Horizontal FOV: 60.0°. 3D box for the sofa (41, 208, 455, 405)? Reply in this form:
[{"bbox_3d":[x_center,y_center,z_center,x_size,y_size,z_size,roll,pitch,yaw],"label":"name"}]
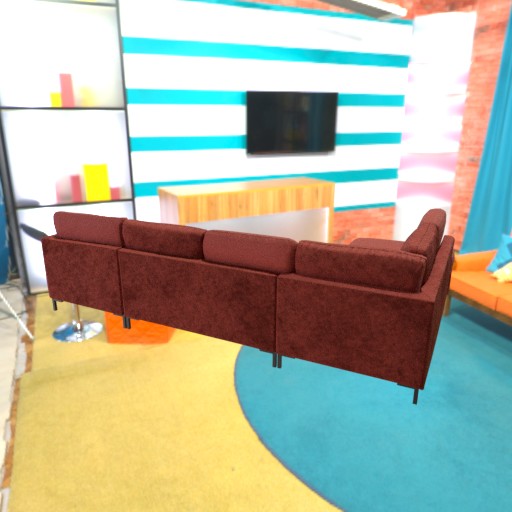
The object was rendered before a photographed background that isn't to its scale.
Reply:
[{"bbox_3d":[0.000,0.000,4.279,3.434,0.992,2.055,8,19,25],"label":"sofa"}]
